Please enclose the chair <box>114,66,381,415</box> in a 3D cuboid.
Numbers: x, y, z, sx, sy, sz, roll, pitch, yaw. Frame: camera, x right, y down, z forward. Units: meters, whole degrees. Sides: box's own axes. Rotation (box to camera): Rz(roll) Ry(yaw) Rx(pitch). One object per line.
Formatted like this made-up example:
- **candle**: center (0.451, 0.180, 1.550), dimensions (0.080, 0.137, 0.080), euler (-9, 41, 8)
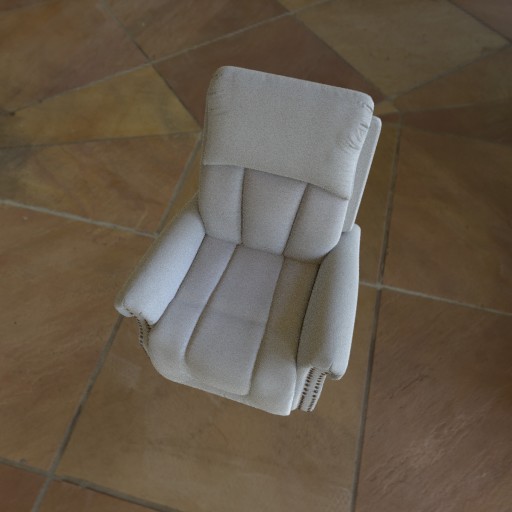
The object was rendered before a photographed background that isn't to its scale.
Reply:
- **chair**: center (0.000, 0.000, 1.768), dimensions (0.871, 1.031, 0.979), euler (15, 59, 9)
